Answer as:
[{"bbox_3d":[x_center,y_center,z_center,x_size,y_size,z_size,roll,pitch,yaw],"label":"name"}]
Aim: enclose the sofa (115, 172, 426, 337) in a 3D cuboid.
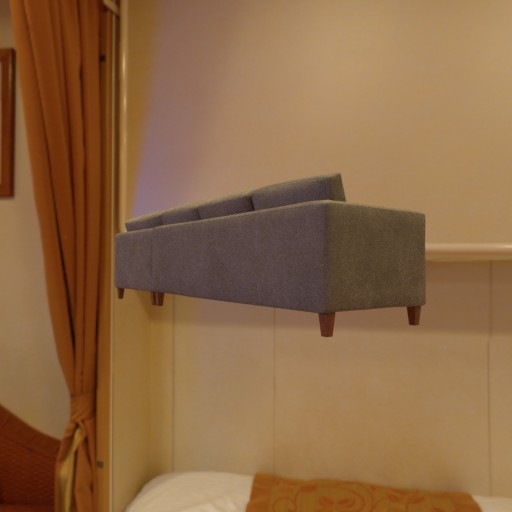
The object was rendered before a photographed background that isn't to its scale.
[{"bbox_3d":[0.000,0.000,4.206,1.604,0.950,3.471,1,-1,-36],"label":"sofa"}]
